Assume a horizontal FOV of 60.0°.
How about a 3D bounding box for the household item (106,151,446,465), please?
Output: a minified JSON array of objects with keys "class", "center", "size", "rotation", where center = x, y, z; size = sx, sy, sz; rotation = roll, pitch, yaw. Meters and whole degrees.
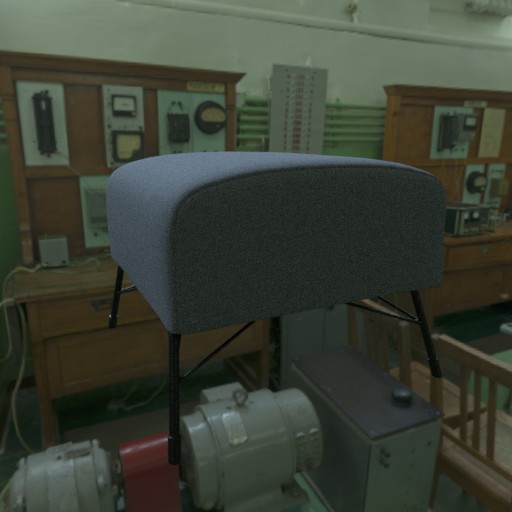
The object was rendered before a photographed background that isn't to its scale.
[{"class":"household item","center":[0.000,0.000,0.898],"size":[0.530,0.410,0.530],"rotation":[-7,16,-26]}]
